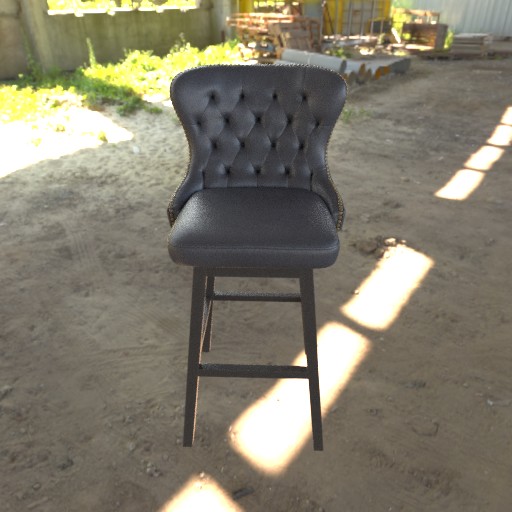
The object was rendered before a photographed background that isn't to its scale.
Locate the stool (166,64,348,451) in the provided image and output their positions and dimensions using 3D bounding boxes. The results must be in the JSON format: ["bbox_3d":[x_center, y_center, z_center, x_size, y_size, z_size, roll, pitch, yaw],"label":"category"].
[{"bbox_3d":[0.000,0.000,1.388,0.528,1.050,0.601,1,30,2],"label":"stool"}]
